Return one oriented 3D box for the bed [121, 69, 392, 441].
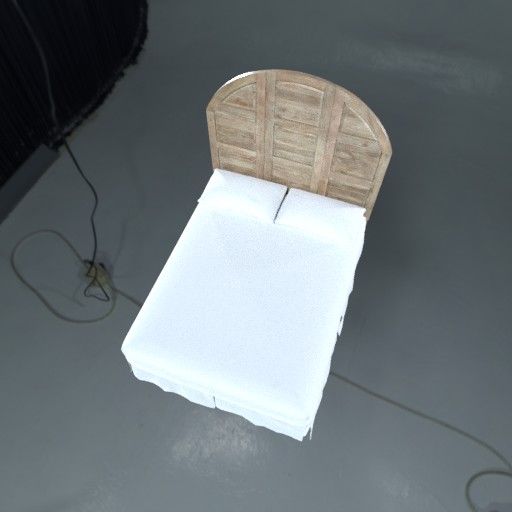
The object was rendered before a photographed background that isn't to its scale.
[{"bbox_3d":[0.000,0.000,3.595,1.713,2.002,2.112,17,59,10],"label":"bed"}]
